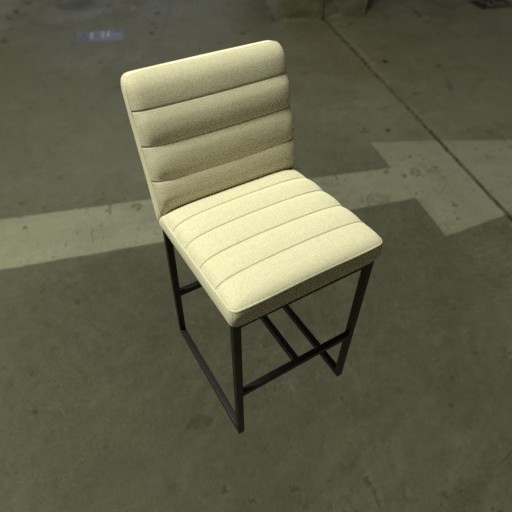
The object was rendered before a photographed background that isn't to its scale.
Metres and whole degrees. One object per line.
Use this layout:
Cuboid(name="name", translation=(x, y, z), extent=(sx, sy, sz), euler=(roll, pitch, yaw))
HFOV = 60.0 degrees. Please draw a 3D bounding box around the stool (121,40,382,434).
Cuboid(name="stool", translation=(0.000, 0.000, 1.352), extent=(0.460, 1.040, 0.560), euler=(-23, 50, -21))
